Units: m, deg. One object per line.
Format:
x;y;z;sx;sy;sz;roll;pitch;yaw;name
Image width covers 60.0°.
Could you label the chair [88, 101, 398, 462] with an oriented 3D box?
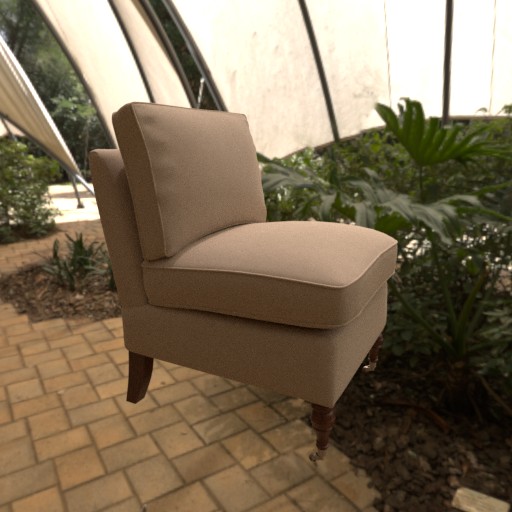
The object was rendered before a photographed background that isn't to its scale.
0.000;0.000;1.633;0.912;1.052;0.724;7;16;27;chair
